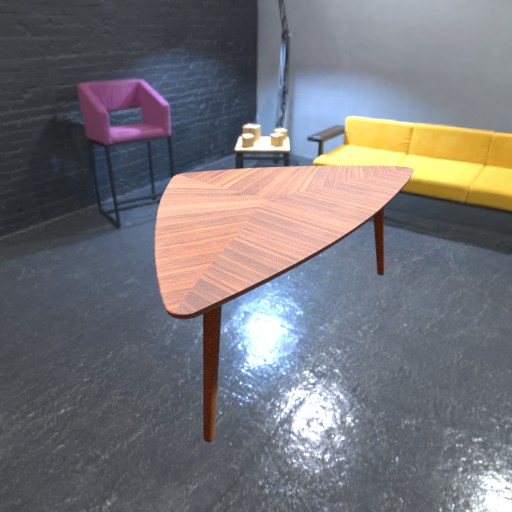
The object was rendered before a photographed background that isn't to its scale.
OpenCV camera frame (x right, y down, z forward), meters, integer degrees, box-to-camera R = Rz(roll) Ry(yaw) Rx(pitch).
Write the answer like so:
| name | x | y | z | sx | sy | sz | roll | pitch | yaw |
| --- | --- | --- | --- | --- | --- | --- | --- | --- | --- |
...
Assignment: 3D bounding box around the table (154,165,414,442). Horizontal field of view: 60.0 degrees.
| name | x | y | z | sx | sy | sz | roll | pitch | yaw |
| --- | --- | --- | --- | --- | --- | --- | --- | --- | --- |
| table | 0.000 | 0.000 | 1.263 | 0.601 | 0.365 | 1.008 | 20 | 34 | 33 |
